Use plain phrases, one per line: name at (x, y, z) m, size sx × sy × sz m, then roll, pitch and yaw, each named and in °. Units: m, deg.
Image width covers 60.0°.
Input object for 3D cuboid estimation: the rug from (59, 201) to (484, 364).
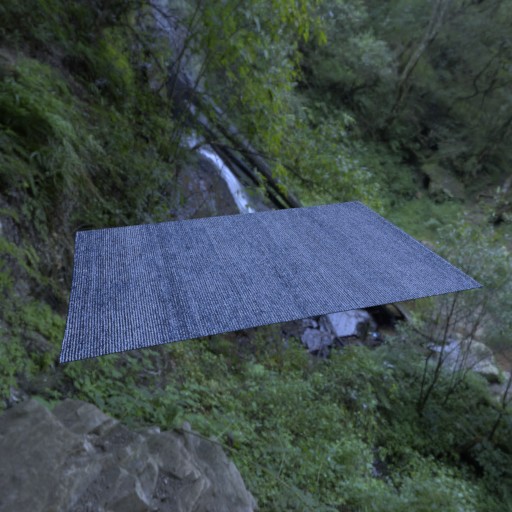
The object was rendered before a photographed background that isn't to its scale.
rug at (0.000, 0.000, 2.185) m, size 1.740 × 0.010 × 1.135 m, roll -8°, pitch 28°, yaw -15°
